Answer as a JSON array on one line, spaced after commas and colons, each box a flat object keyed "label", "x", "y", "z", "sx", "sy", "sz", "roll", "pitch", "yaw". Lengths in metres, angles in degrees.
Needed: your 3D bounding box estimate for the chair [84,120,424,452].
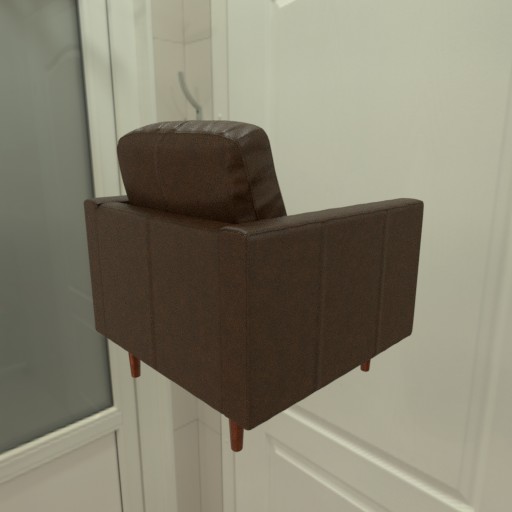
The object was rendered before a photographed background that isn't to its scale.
[{"label": "chair", "x": 0.000, "y": 0.000, "z": 1.668, "sx": 0.909, "sy": 0.956, "sz": 0.890, "roll": -13, "pitch": 19, "yaw": -42}]
